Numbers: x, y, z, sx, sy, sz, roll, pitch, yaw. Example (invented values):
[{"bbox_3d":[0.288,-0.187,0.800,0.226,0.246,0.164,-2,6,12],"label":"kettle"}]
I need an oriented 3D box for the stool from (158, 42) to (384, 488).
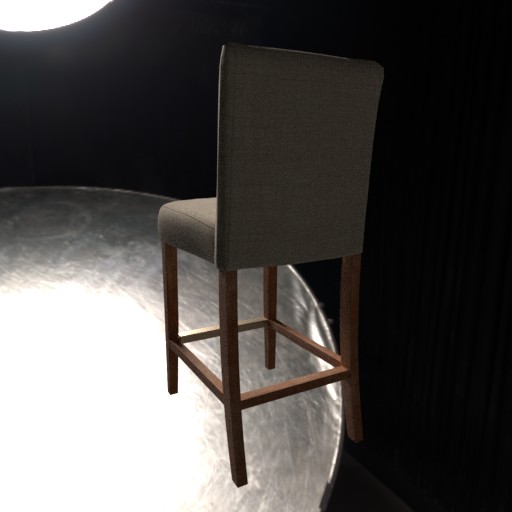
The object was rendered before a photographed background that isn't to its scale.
[{"bbox_3d":[0.000,0.000,1.326,0.454,1.039,0.567,-7,14,-28],"label":"stool"}]
